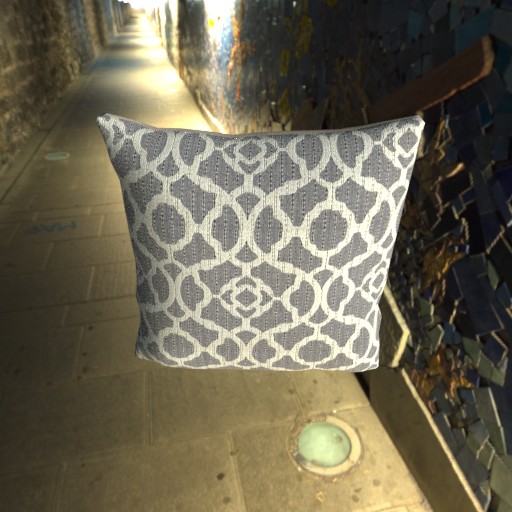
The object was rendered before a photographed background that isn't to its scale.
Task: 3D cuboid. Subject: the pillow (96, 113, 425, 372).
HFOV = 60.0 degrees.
[{"bbox_3d":[0.000,0.000,0.802,0.508,0.498,0.215,1,30,2],"label":"pillow"}]
